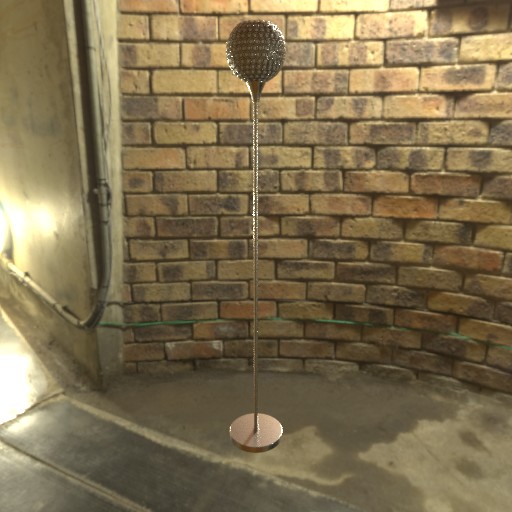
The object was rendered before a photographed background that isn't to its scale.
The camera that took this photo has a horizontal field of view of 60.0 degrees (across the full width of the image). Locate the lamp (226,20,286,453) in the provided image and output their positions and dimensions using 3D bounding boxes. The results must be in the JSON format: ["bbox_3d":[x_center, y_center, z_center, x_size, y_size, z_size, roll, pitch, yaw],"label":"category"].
[{"bbox_3d":[0.000,0.000,1.906,0.254,1.805,0.254,0,16,0],"label":"lamp"}]
